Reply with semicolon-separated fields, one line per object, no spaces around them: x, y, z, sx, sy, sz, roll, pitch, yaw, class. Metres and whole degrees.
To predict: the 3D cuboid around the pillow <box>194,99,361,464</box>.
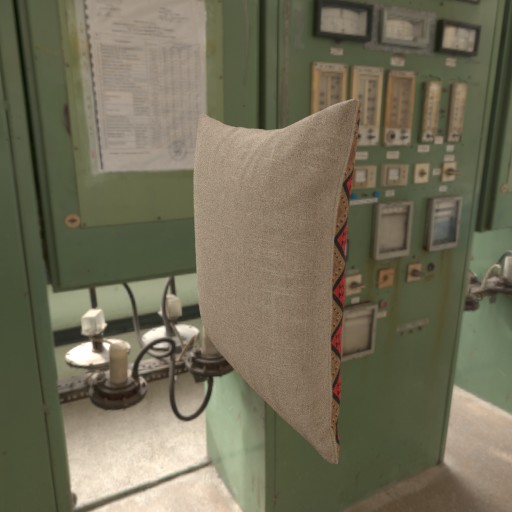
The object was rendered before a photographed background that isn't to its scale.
0.000;0.000;0.802;0.158;0.511;0.513;-8;17;-26;pillow
